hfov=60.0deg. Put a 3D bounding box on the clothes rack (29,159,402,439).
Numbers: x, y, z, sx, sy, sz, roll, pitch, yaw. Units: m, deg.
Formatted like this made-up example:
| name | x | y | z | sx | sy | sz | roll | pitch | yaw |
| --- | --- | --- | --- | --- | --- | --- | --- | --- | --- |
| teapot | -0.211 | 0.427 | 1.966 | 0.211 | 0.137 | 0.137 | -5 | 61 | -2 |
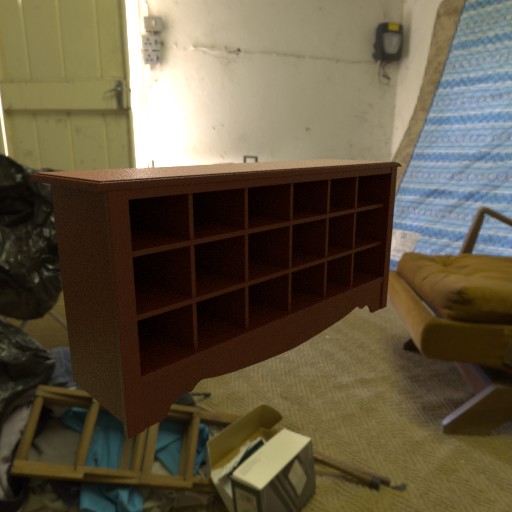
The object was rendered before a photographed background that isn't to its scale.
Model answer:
| name | x | y | z | sx | sy | sz | roll | pitch | yaw |
| --- | --- | --- | --- | --- | --- | --- | --- | --- | --- |
| clothes rack | 0.000 | 0.000 | 1.490 | 0.362 | 0.594 | 1.251 | 14 | 20 | 43 |
